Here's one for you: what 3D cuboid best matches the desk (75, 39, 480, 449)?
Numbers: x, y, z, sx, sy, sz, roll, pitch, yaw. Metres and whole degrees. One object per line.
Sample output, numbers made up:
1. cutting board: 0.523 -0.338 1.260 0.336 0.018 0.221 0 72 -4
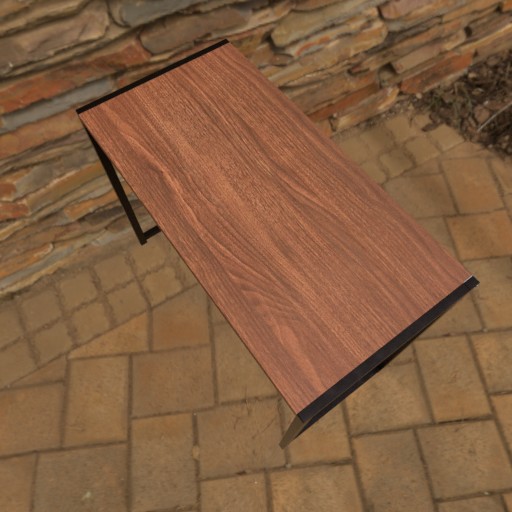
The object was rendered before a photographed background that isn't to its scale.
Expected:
1. desk: 0.000 0.000 1.449 0.508 0.762 1.016 -33 68 -15
